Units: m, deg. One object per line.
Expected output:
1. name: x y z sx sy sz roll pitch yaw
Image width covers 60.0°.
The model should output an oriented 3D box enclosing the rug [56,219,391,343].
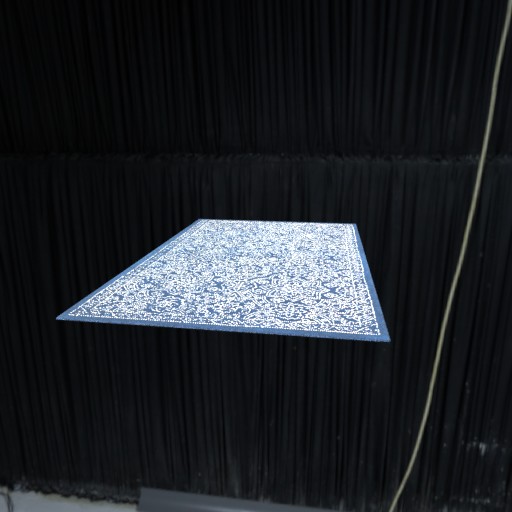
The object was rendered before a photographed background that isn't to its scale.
1. rug: 0.000 0.000 3.131 1.526 0.015 2.441 2 16 9
